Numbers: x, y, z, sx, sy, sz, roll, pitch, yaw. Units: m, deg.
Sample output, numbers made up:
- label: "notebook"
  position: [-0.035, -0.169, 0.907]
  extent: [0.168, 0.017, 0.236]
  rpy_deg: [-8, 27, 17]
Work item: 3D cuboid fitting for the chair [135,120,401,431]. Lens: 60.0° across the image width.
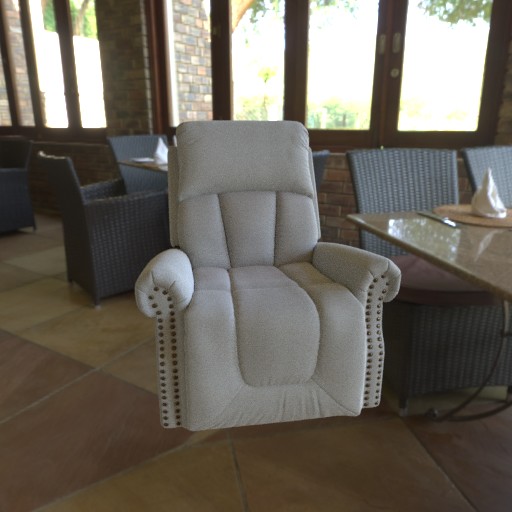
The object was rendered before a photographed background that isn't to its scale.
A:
- label: "chair"
  position: [0.000, 0.000, 1.763]
  extent: [0.871, 1.031, 0.979]
  rpy_deg: [-3, 17, -9]
